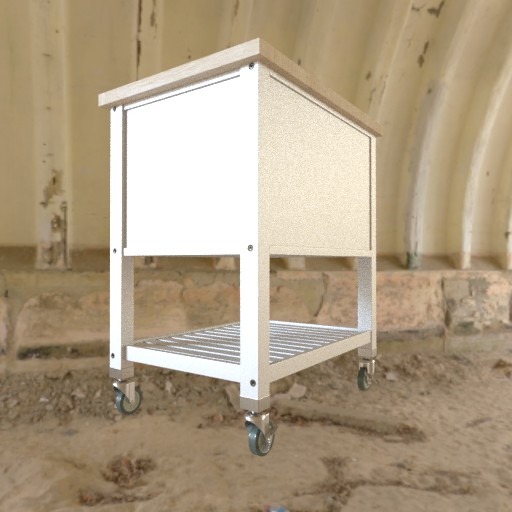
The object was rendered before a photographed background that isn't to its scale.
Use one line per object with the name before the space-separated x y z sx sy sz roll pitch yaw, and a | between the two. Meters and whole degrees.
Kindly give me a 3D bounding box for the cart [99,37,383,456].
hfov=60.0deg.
cart | 0.000 0.000 1.404 0.559 0.914 0.762 -1 -1 35
